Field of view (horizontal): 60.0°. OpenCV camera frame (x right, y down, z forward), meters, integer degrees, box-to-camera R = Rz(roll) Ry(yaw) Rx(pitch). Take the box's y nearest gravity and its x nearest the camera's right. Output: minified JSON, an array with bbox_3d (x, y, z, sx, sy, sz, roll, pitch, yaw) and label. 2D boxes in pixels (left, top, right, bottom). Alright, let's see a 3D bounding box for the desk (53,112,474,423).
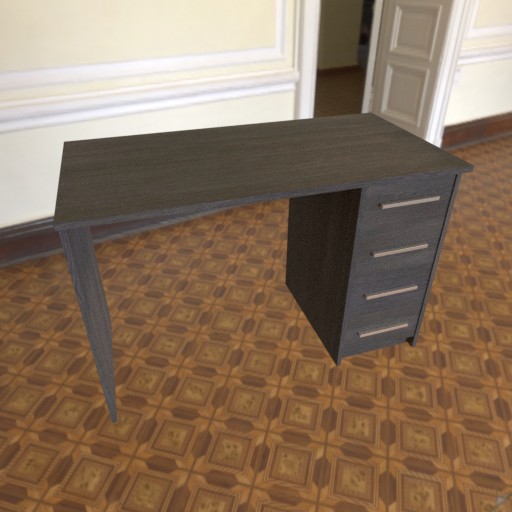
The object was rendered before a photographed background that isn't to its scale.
[{"bbox_3d":[0.000,0.000,1.513,1.096,0.730,0.560,-10,34,-15],"label":"desk"}]
